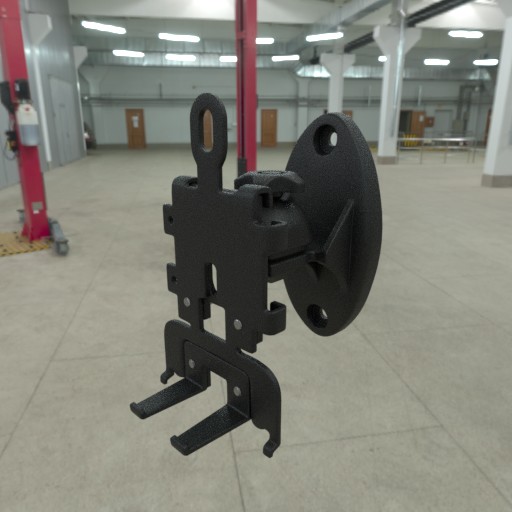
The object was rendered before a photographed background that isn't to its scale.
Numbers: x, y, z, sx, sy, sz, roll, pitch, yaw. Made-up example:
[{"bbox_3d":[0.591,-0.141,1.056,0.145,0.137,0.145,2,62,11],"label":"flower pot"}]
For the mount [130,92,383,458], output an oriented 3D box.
[{"bbox_3d":[0.000,0.000,0.173,0.066,0.118,0.100,16,23,42],"label":"mount"}]
